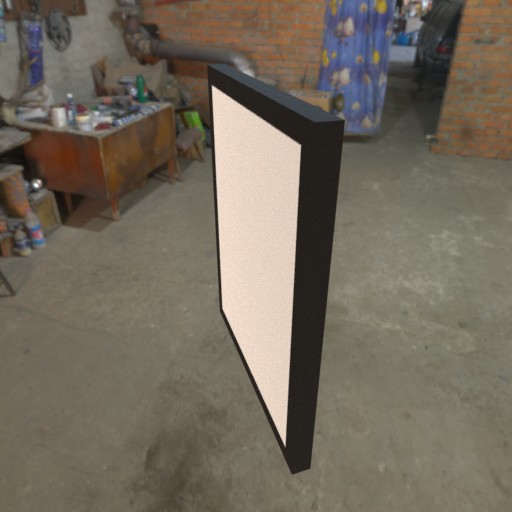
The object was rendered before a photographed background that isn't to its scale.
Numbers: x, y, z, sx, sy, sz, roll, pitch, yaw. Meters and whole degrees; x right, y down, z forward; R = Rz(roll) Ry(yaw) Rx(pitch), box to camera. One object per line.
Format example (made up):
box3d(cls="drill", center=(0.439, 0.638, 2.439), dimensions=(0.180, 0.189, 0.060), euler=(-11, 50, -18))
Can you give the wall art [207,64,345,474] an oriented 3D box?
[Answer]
box3d(cls="wall art", center=(0.000, 0.000, 0.552), dimensions=(0.024, 0.404, 0.329), euler=(-10, 32, -16))
